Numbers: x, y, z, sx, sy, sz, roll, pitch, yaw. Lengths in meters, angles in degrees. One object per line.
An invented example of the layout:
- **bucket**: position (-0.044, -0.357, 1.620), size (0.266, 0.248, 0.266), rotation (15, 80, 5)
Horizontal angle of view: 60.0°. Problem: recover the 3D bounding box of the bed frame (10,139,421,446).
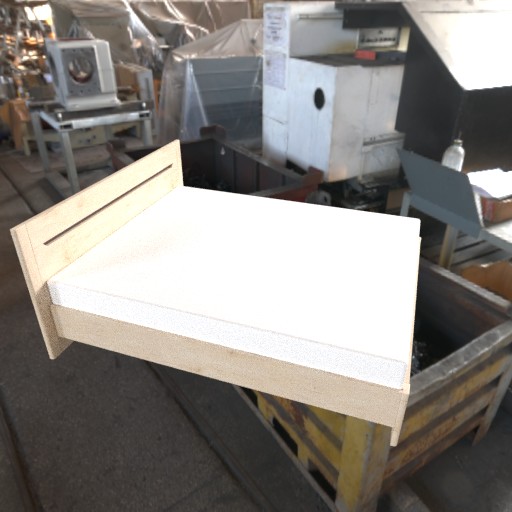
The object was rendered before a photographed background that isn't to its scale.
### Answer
- **bed frame**: position (0.000, 0.000, 2.963), size (2.080, 0.900, 1.800), rotation (10, 32, 17)
